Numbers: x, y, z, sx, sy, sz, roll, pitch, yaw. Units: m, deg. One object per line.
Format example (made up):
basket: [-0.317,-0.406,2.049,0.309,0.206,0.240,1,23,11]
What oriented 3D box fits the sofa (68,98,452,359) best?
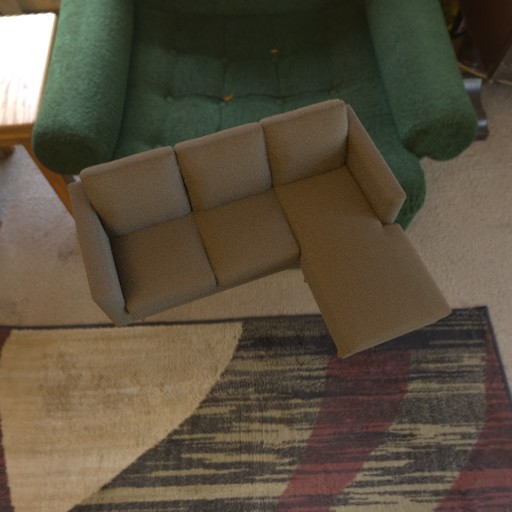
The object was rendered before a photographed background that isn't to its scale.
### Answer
sofa: [0.000,0.000,2.911,2.031,0.897,1.591,-18,65,-9]
